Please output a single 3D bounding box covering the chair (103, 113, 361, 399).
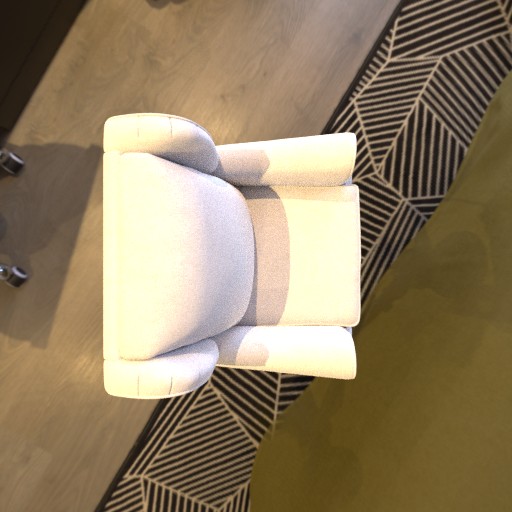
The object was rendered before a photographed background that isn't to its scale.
[{"bbox_3d":[0.000,0.000,1.691,0.854,0.967,0.906,0,90,1],"label":"chair"}]
